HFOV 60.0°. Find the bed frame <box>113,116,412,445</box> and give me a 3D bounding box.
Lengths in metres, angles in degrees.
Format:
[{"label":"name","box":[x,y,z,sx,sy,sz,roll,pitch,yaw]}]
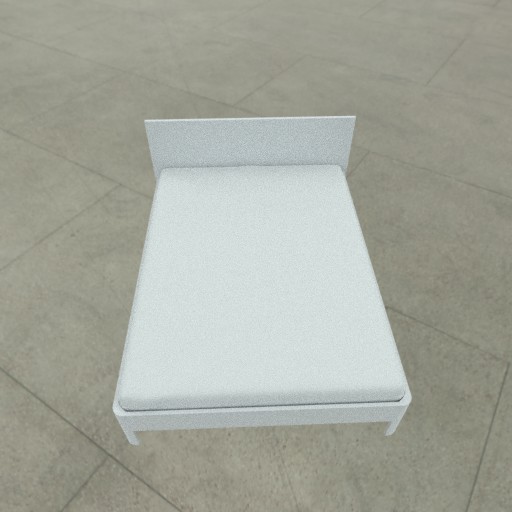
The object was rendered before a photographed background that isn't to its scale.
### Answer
[{"label":"bed frame","box":[0.000,0.000,2.744,1.490,0.800,1.950,-2,46,-2]}]
